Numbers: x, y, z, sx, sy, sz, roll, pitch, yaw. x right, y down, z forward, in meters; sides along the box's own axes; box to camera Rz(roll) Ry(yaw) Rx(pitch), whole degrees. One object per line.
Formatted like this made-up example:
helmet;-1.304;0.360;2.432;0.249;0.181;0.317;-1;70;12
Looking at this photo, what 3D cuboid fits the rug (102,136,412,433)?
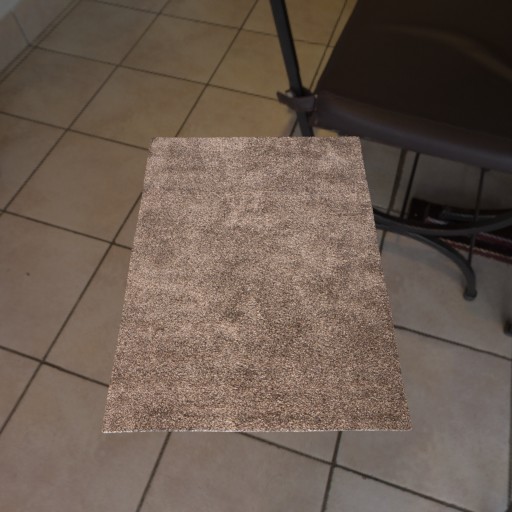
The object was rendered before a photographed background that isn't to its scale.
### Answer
rug;0.000;0.000;2.135;1.198;0.025;1.601;0;58;0
